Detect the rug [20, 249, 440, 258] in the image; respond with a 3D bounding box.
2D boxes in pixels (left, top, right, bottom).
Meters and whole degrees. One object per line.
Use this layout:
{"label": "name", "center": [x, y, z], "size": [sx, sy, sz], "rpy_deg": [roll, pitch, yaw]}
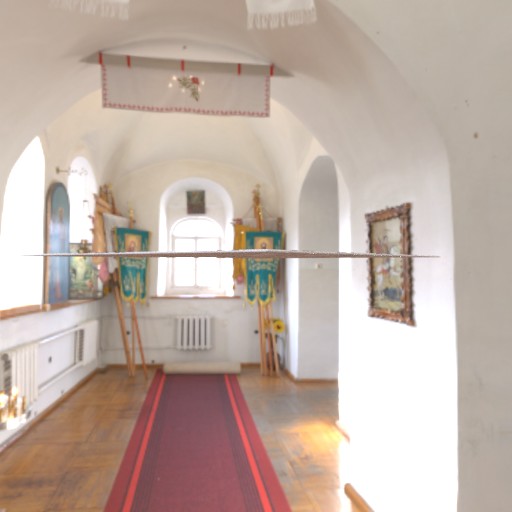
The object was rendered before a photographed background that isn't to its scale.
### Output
{"label": "rug", "center": [0.000, 0.000, 4.010], "size": [2.423, 0.014, 3.040], "rpy_deg": [-1, -1, 37]}
